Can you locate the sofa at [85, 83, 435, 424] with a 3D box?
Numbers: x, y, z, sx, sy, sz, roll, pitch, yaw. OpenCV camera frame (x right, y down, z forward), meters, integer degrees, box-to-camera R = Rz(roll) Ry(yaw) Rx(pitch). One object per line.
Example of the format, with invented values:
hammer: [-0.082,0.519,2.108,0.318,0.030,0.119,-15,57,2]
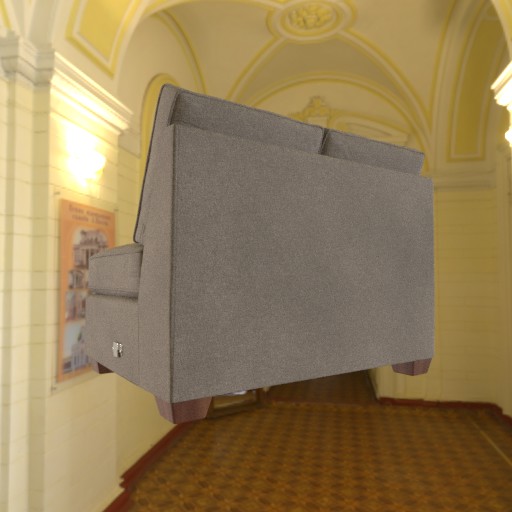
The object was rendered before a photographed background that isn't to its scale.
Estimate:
sofa: [0.000,0.000,1.945,1.237,1.008,0.951,2,-3,-35]
